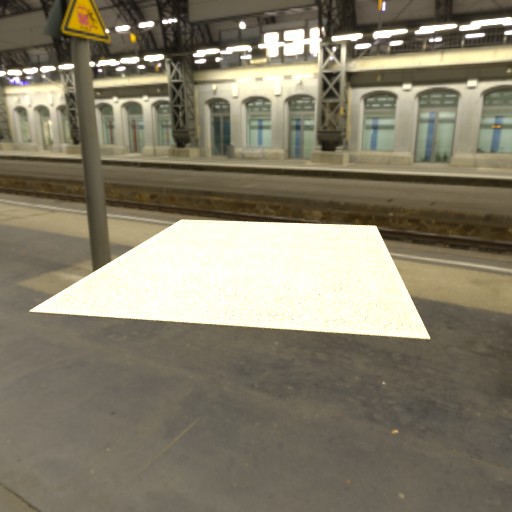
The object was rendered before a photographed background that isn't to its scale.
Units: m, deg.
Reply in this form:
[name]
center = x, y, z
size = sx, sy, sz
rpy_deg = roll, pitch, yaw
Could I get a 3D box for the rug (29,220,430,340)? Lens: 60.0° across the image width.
[rug]
center = 0.000, 0.000, 4.076
size = 2.441, 0.015, 3.050
rpy_deg = 3, 16, 9
